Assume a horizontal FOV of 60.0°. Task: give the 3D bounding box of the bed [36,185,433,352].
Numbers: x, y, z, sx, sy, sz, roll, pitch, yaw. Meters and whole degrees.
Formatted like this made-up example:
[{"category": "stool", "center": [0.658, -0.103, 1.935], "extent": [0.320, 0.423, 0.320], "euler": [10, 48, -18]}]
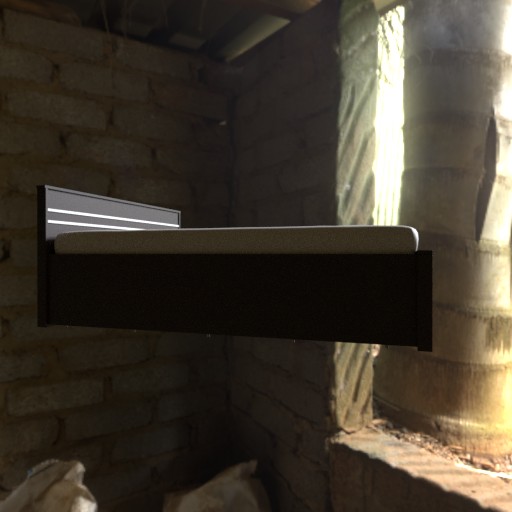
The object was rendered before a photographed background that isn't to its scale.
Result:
[{"category": "bed", "center": [0.000, 0.000, 2.980], "extent": [2.103, 0.808, 1.634], "euler": [0, 0, 18]}]
